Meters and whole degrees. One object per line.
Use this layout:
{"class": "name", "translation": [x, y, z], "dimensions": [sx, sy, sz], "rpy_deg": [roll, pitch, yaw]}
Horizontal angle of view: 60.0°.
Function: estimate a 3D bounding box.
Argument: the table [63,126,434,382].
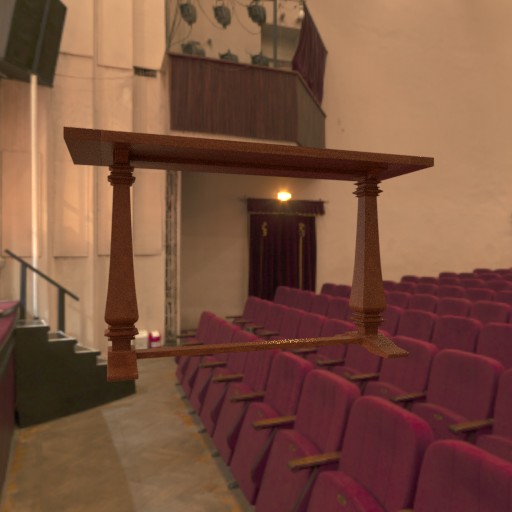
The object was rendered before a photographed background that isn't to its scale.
{"class": "table", "translation": [0.000, 0.000, 1.896], "dimensions": [1.478, 0.852, 0.461], "rpy_deg": [0, 0, -18]}
